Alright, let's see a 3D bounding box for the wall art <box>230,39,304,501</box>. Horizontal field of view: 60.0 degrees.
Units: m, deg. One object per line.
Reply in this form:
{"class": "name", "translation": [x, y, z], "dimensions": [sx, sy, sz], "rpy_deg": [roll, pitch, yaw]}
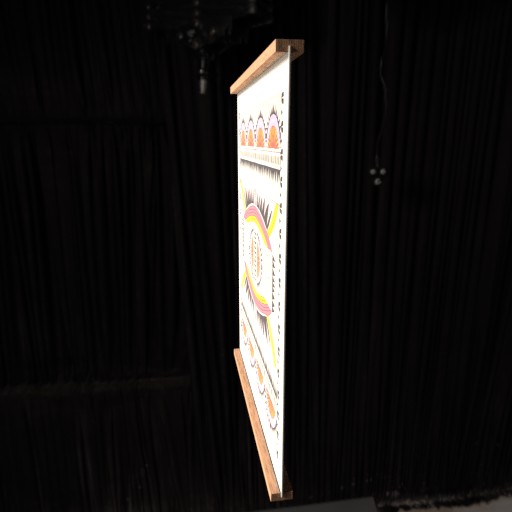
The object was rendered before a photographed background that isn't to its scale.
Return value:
{"class": "wall art", "translation": [0.000, 0.000, 0.678], "dimensions": [0.028, 0.527, 0.403], "rpy_deg": [-2, 15, -9]}
